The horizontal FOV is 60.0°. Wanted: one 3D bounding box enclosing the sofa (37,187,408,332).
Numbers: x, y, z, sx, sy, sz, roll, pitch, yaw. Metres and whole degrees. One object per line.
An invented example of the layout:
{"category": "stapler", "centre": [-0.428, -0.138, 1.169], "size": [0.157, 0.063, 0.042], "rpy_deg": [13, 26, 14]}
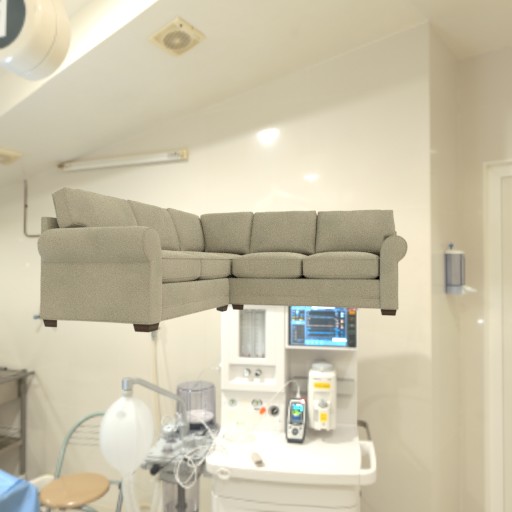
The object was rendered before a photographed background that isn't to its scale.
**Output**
{"category": "sofa", "centre": [0.000, 0.000, 3.926], "size": [2.562, 1.053, 2.487], "rpy_deg": [0, -1, 18]}
